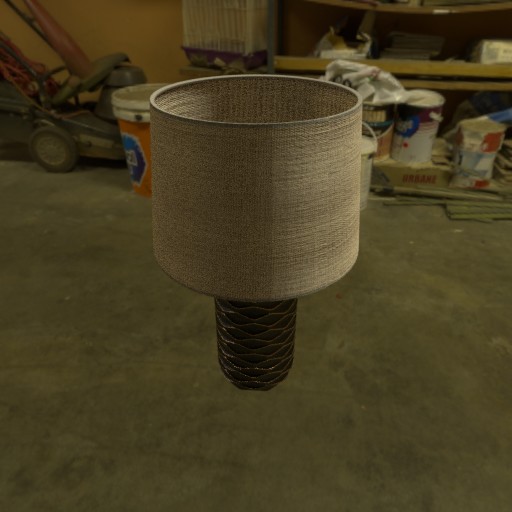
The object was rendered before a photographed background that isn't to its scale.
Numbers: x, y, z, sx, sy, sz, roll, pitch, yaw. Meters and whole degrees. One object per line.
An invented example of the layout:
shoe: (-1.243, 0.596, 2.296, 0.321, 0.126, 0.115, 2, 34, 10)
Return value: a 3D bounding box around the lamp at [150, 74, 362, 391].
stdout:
lamp: (0.000, 0.000, 0.847, 0.376, 0.594, 0.376, 0, 32, 0)
